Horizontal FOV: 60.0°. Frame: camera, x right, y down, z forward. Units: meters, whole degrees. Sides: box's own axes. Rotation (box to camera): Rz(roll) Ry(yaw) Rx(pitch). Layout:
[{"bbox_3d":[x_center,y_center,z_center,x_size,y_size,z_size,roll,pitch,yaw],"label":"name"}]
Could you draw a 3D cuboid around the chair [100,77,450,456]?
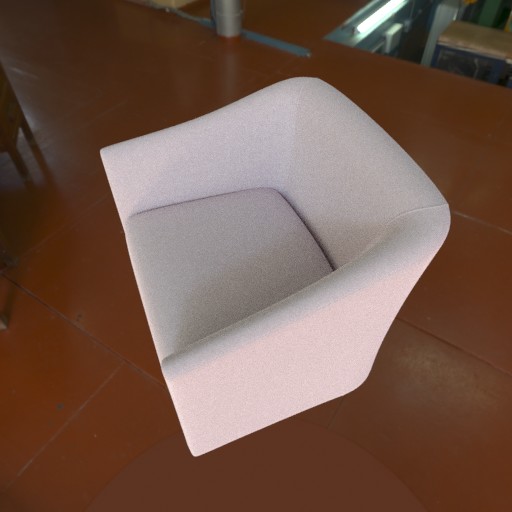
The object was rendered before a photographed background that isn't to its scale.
[{"bbox_3d":[0.000,0.000,1.311,0.700,0.720,0.790,-17,51,-14],"label":"chair"}]
